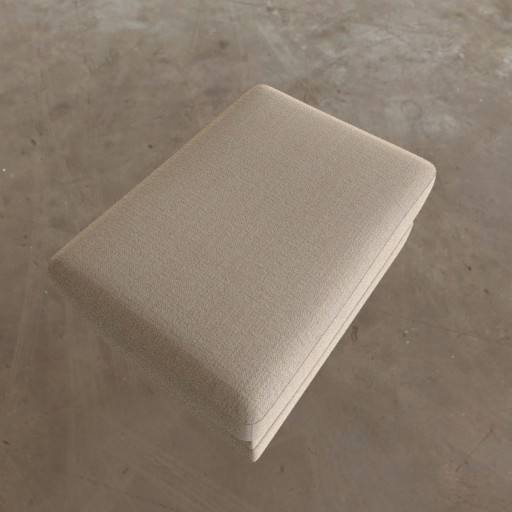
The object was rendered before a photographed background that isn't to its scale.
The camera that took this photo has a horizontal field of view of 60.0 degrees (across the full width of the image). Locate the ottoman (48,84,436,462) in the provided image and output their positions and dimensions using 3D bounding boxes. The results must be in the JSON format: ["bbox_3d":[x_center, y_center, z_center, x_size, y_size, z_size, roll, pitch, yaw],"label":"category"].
[{"bbox_3d":[0.000,0.000,1.274,0.637,0.478,0.885,32,63,19],"label":"ottoman"}]
